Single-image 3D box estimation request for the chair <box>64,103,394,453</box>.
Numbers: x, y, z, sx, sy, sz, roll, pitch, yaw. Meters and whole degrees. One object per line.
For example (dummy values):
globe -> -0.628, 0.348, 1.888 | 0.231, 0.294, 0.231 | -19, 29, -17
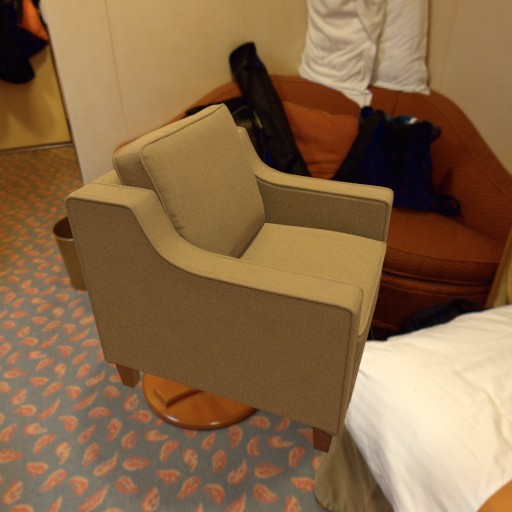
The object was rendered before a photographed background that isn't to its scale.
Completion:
chair -> 0.000, 0.000, 1.674 | 0.909, 0.960, 0.831 | 12, 34, 18
